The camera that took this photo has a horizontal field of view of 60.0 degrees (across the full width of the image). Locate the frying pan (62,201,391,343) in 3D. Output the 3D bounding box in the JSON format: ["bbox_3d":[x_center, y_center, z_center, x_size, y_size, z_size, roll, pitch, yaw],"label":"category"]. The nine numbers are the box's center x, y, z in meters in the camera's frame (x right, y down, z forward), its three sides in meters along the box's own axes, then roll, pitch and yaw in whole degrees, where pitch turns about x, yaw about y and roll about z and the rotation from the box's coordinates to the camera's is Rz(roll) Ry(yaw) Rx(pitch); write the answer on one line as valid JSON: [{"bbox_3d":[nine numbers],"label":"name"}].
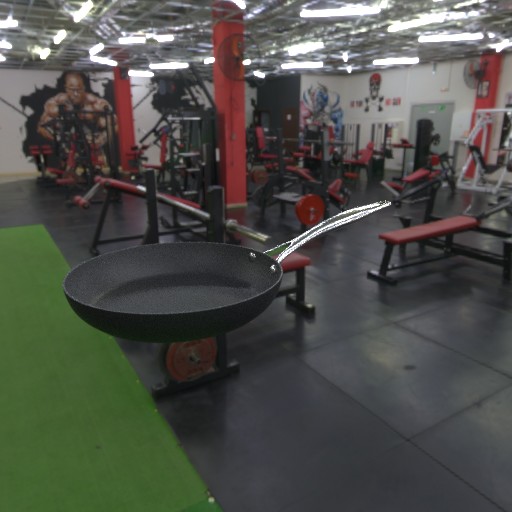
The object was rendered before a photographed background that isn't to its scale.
[{"bbox_3d":[0.000,0.000,0.584,0.472,0.105,0.255,-9,19,-27],"label":"frying pan"}]
